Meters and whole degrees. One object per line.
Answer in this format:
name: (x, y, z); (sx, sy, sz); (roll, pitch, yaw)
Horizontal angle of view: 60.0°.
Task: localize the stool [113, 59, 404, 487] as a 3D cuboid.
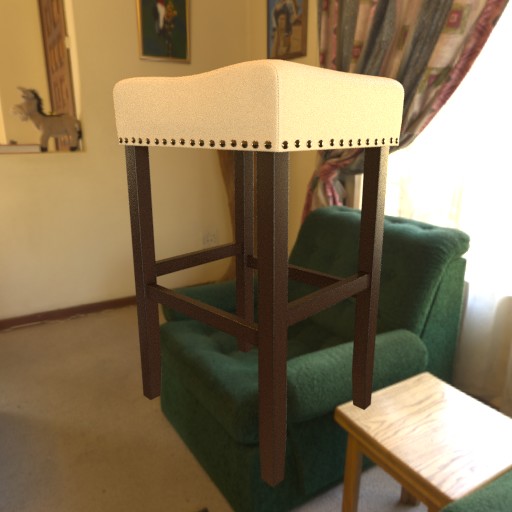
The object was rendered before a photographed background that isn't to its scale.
stool: (0.000, 0.000, 1.016); (0.471, 0.762, 0.401); (15, 21, 41)
